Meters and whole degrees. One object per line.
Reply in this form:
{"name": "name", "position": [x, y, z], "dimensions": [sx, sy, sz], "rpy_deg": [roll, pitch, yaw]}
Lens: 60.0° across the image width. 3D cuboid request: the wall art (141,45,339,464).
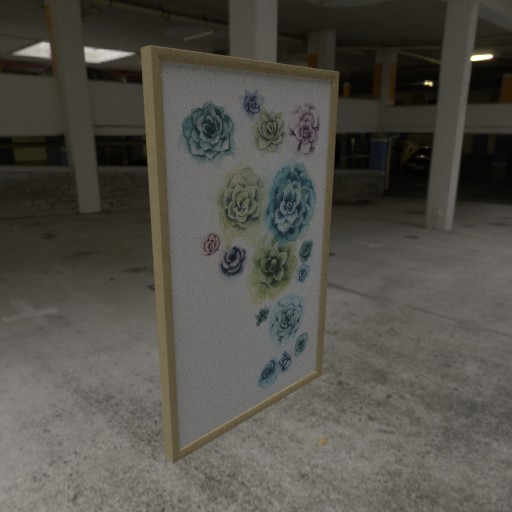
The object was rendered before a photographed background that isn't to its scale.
{"name": "wall art", "position": [0.000, 0.000, 1.003], "dimensions": [0.510, 0.810, 0.039], "rpy_deg": [-15, 22, -42]}
